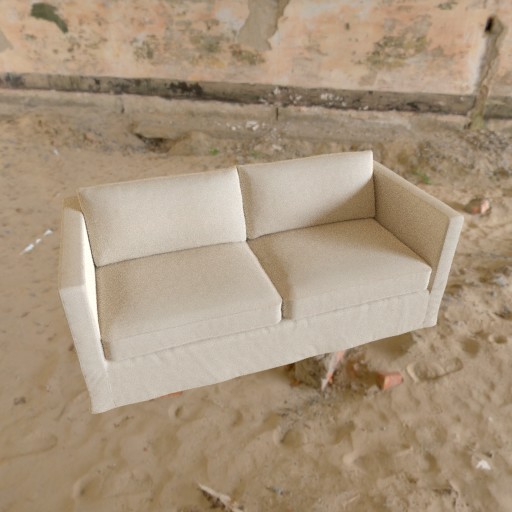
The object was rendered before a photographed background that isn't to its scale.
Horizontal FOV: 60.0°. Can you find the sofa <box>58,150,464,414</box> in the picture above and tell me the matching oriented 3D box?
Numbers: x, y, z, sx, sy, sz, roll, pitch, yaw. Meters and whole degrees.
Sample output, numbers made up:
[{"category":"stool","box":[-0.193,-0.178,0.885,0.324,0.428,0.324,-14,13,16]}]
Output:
[{"category":"sofa","box":[0.000,0.000,2.510,1.987,0.870,0.940,-10,34,-16]}]
